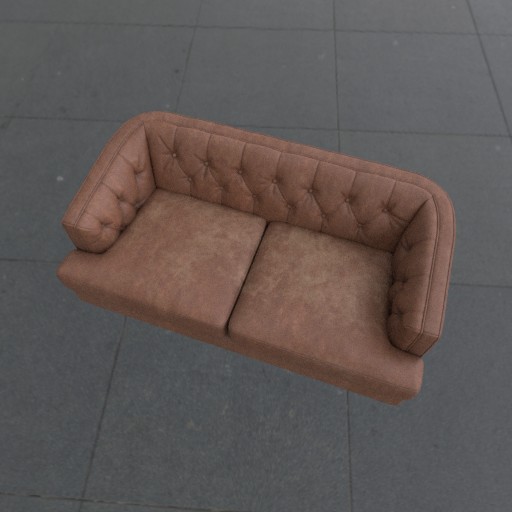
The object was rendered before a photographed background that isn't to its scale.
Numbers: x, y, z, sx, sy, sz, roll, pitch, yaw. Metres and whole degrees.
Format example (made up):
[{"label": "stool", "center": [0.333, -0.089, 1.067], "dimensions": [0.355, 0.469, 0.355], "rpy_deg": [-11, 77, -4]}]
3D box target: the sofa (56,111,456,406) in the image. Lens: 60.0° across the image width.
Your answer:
[{"label": "sofa", "center": [0.000, 0.000, 2.258], "dimensions": [1.755, 0.786, 0.914], "rpy_deg": [16, 60, 10]}]
